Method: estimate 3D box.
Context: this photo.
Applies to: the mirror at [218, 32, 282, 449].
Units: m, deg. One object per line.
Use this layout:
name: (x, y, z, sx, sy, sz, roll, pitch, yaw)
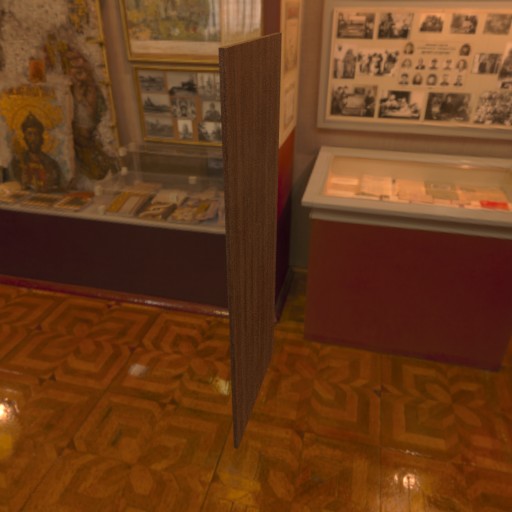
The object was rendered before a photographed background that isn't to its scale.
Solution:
mirror: (0.000, 0.000, 2.304, 0.025, 2.032, 0.812, 8, 31, 14)
